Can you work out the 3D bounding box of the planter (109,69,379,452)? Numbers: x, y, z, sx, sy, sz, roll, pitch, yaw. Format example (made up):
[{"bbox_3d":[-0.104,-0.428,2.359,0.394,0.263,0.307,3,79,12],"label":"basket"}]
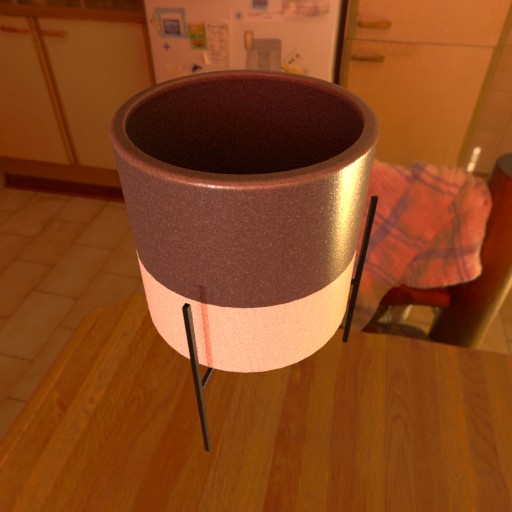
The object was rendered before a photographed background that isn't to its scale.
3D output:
[{"bbox_3d":[0.000,0.000,0.513,0.260,0.353,0.250,-12,43,-13],"label":"planter"}]
